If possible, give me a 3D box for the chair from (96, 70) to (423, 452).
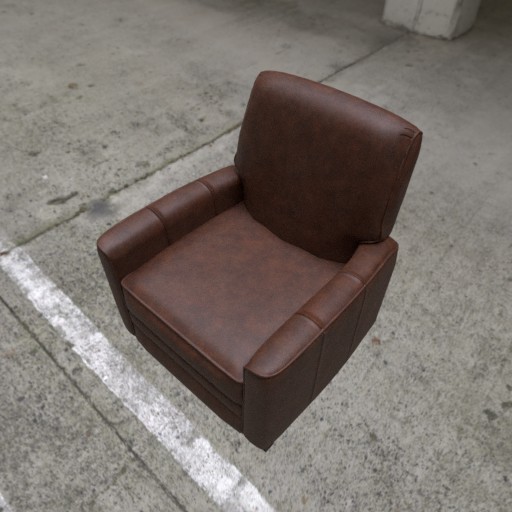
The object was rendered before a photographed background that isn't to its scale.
[{"bbox_3d":[0.000,0.000,1.627,0.839,1.010,0.850,33,54,28],"label":"chair"}]
